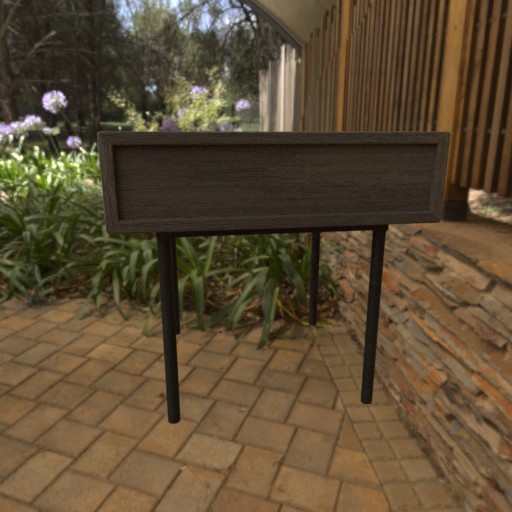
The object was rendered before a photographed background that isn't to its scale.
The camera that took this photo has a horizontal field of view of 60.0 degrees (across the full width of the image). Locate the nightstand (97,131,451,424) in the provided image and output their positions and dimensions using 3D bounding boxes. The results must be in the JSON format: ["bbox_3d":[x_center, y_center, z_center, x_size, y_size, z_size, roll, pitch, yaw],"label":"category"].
[{"bbox_3d":[0.000,0.000,0.919,0.502,0.497,0.503,-3,16,-9],"label":"nightstand"}]
